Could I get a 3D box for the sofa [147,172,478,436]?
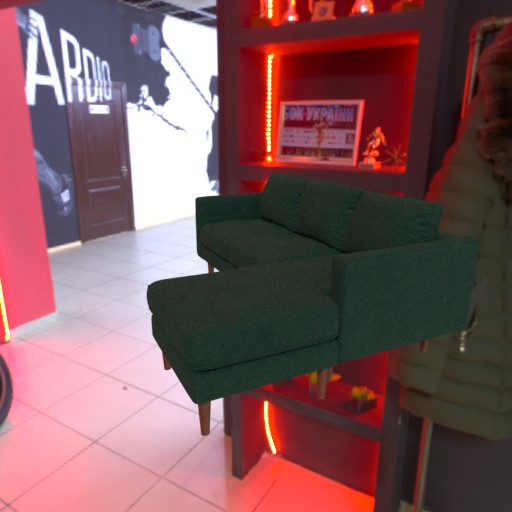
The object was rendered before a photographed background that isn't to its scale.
[{"bbox_3d":[0.000,0.000,2.871,1.580,0.899,2.030,-8,18,-25],"label":"sofa"}]
